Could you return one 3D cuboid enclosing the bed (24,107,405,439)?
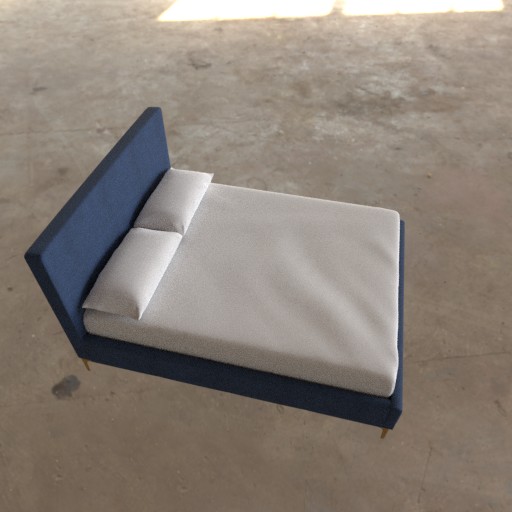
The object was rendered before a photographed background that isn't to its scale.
[{"bbox_3d":[0.000,0.000,3.193,2.172,1.231,1.723,10,47,9],"label":"bed"}]
